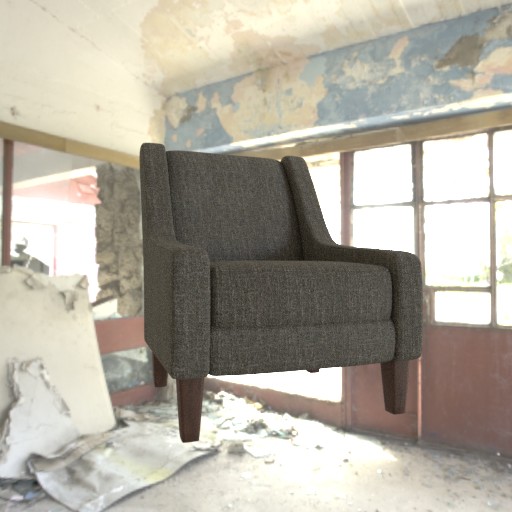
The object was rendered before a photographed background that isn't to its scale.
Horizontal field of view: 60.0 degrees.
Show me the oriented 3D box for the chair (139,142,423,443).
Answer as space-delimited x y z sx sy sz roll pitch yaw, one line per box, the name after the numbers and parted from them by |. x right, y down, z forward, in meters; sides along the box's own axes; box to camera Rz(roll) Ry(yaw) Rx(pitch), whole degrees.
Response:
0.000 0.000 1.683 0.793 1.012 0.944 1 -2 -20 | chair
